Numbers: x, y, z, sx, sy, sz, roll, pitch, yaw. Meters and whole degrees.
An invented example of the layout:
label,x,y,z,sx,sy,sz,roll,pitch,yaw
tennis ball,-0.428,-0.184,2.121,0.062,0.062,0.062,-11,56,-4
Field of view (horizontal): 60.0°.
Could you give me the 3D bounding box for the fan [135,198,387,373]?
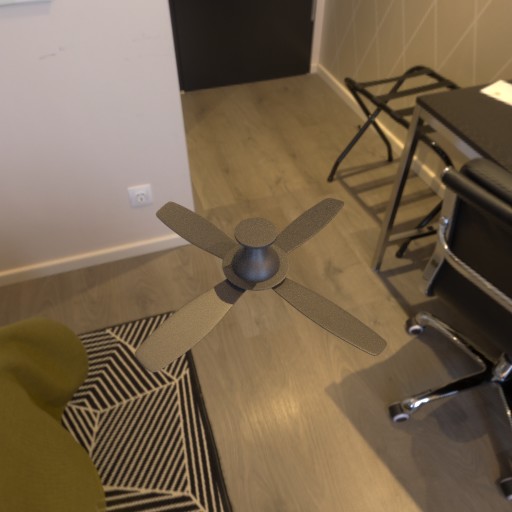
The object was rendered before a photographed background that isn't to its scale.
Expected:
label,x,y,z,sx,sy,sz,roll,pitch,yaw
fan,0.000,0.000,2.537,1.694,0.382,1.694,32,54,27
